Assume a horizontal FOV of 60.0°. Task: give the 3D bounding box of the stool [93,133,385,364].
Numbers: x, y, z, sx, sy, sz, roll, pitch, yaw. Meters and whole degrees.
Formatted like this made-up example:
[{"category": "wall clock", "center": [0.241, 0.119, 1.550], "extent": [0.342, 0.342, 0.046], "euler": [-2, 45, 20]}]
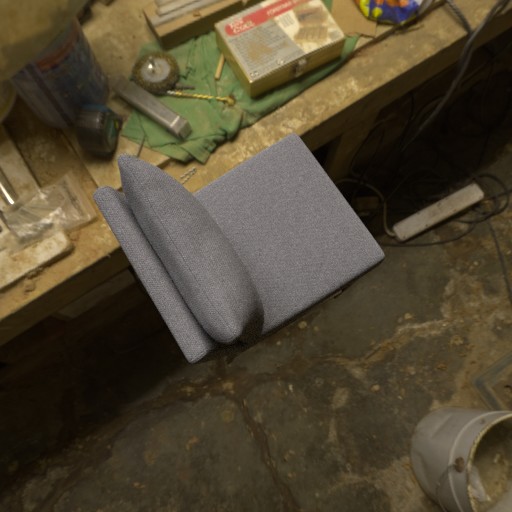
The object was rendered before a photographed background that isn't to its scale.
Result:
[{"category": "stool", "center": [0.000, 0.000, 1.361], "extent": [0.569, 1.031, 0.463], "euler": [-32, 78, -8]}]
